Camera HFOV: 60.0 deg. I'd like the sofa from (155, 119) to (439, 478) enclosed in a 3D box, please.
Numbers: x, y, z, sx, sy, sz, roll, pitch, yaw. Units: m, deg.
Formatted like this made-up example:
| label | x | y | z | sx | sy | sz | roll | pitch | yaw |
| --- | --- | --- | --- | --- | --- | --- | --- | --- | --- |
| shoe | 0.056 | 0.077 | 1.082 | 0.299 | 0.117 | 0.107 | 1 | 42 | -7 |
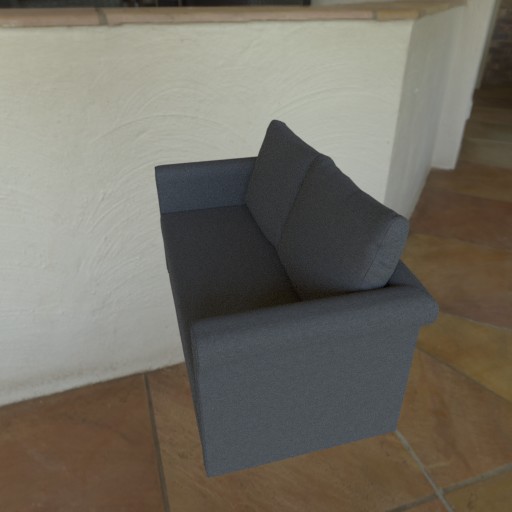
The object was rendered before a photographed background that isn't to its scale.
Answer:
| label | x | y | z | sx | sy | sz | roll | pitch | yaw |
| --- | --- | --- | --- | --- | --- | --- | --- | --- | --- |
| sofa | 0.000 | 0.000 | 1.933 | 0.741 | 0.872 | 1.460 | -8 | 32 | -13 |
